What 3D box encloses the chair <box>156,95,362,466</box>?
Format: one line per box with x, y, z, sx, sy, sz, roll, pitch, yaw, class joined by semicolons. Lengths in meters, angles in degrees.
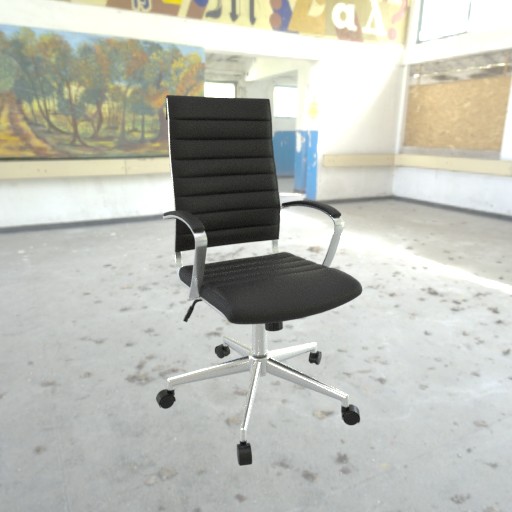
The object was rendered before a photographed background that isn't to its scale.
0.000;0.000;1.643;0.766;1.149;0.739;-8;18;-26;chair
